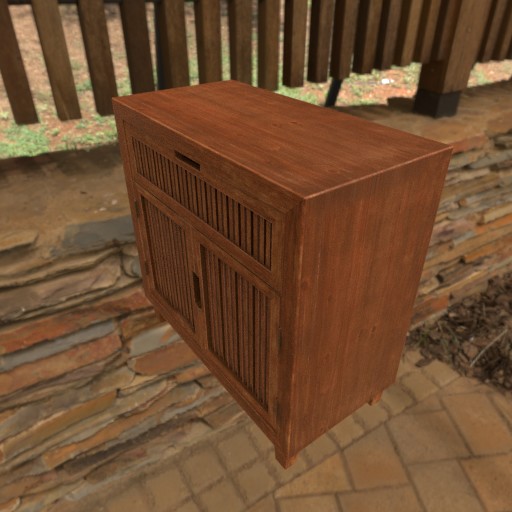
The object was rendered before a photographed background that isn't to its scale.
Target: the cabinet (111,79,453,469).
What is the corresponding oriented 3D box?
[{"bbox_3d":[0.000,0.000,1.271,0.412,0.785,0.796,-22,39,-30],"label":"cabinet"}]
